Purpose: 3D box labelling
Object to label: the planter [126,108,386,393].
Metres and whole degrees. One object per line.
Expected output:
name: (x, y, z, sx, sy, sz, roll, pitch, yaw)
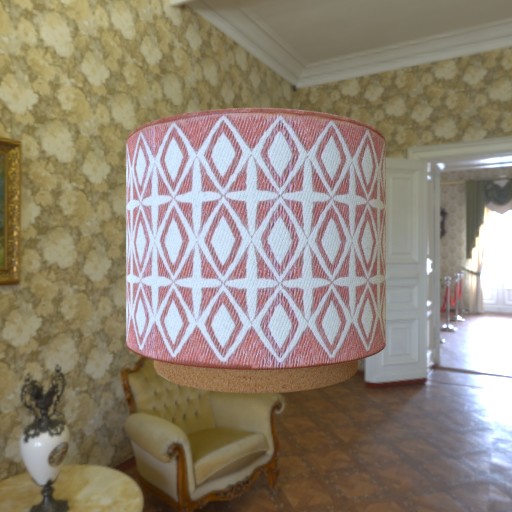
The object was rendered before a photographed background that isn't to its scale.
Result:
planter: (0.000, 0.000, 0.487, 0.273, 0.237, 0.273, 0, 0, 0)
